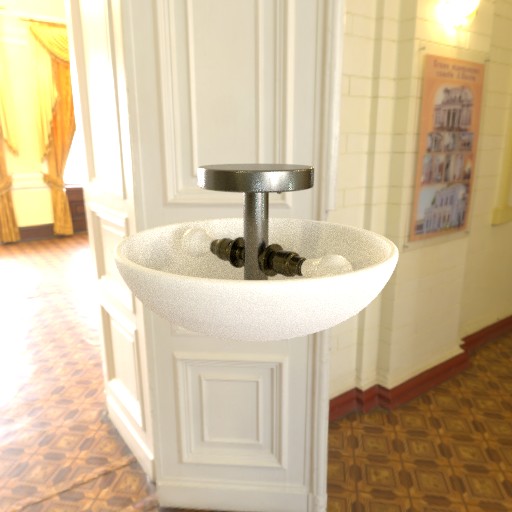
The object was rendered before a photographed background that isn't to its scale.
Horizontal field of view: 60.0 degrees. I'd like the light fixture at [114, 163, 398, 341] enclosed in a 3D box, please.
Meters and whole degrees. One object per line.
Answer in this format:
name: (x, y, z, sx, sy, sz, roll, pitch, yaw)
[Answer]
light fixture: (0.000, 0.000, 0.541, 0.330, 0.214, 0.330, 0, 15, 0)
